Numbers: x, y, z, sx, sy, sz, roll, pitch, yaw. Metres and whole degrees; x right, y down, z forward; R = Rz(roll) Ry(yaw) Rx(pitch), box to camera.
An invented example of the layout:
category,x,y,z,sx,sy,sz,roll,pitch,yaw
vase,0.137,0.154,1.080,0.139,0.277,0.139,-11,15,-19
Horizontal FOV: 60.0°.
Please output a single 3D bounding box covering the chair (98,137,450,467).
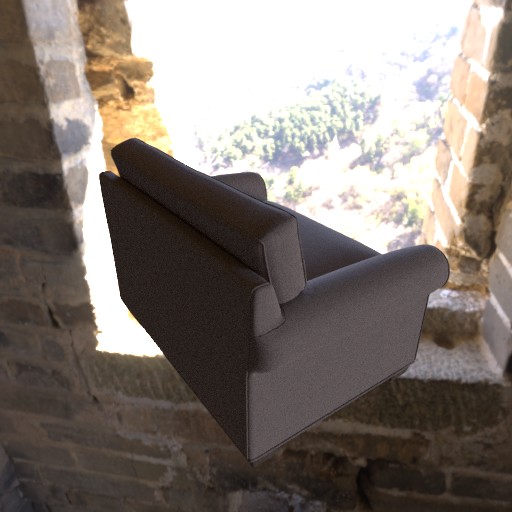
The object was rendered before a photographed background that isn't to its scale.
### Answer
category,x,y,z,sx,sy,sz,roll,pitch,yaw
chair,0.000,0.000,2.004,0.930,0.930,1.390,-18,33,-31
